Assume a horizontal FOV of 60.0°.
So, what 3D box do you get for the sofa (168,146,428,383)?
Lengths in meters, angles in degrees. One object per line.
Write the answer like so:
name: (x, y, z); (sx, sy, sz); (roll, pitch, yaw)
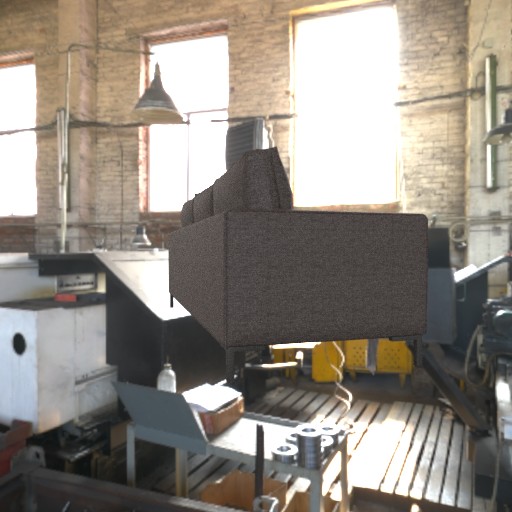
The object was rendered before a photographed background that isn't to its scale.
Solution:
sofa: (0.000, 0.000, 2.753); (0.876, 0.882, 2.253); (0, 1, -16)
